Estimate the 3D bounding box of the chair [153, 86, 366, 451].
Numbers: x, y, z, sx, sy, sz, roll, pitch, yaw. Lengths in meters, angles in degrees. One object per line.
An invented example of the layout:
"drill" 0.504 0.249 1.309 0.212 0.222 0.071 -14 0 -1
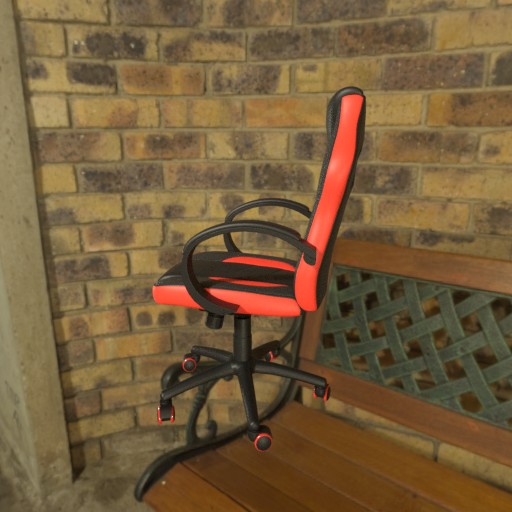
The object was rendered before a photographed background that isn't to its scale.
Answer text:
"chair" 0.000 0.000 1.444 0.642 1.016 0.600 2 14 9
